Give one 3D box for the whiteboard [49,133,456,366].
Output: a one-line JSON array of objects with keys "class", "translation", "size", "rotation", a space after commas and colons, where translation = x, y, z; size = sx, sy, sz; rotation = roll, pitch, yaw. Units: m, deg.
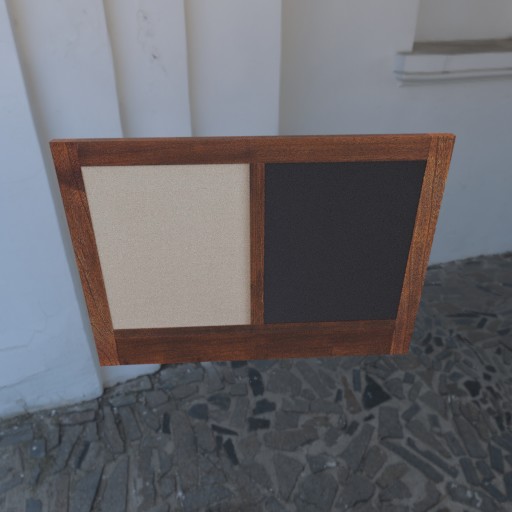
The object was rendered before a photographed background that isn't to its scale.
[{"class": "whiteboard", "translation": [0.000, 0.000, 1.007], "size": [0.768, 0.553, 0.083], "rotation": [-2, 29, -3]}]
